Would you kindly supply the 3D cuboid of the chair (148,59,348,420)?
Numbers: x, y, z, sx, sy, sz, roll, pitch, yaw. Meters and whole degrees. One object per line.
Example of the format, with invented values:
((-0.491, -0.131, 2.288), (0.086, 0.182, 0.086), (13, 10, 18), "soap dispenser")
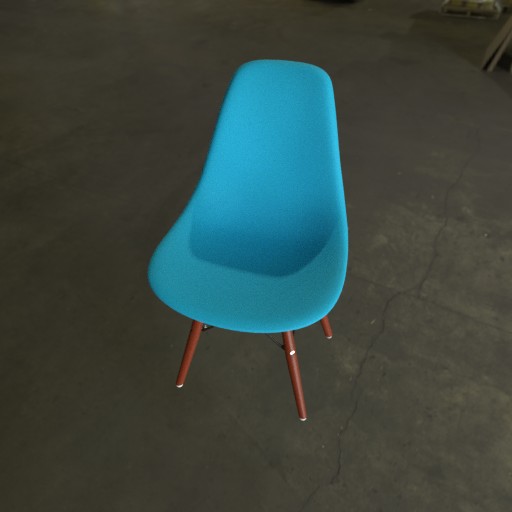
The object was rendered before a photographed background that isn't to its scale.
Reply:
((0.000, 0.000, 1.160), (0.470, 0.826, 0.533), (11, 41, 12), "chair")
